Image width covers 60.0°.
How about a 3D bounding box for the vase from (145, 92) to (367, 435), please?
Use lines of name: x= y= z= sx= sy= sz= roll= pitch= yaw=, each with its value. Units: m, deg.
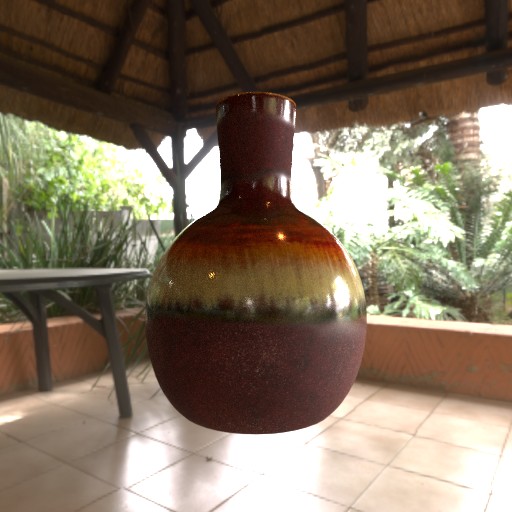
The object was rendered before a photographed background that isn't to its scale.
vase: x=0.000 y=0.000 z=0.228 sx=0.111 sy=0.154 sz=0.111 roll=0 pitch=0 yaw=0
